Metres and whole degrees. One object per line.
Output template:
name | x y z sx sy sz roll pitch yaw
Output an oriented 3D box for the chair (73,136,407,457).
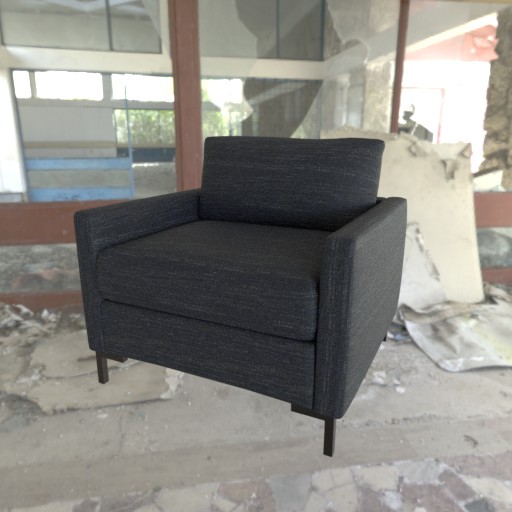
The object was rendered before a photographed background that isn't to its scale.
chair | 0.000 0.000 1.650 0.963 0.861 0.866 7 17 25
